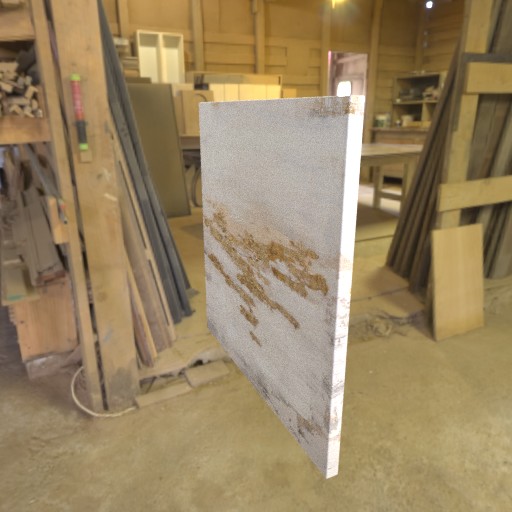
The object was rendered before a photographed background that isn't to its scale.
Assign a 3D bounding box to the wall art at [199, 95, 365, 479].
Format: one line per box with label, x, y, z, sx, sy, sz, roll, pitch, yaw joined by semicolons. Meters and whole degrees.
wall art;0.000;0.000;1.535;0.040;1.018;1.015;-8;20;-24
